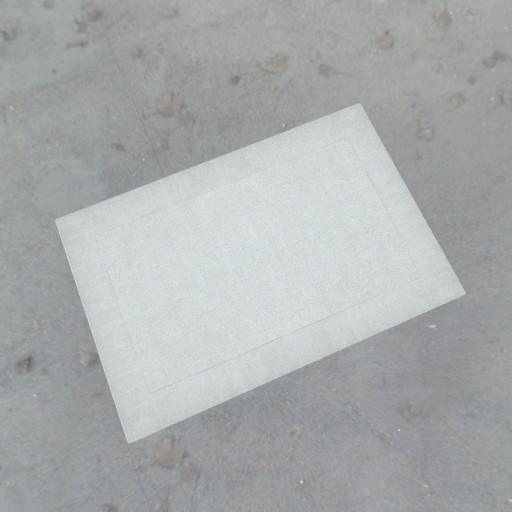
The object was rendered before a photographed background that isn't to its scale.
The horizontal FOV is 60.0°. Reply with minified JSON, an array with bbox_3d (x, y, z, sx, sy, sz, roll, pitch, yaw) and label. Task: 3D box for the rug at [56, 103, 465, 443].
[{"bbox_3d":[0.000,0.000,2.330,1.829,0.013,1.219,-22,76,-6],"label":"rug"}]
